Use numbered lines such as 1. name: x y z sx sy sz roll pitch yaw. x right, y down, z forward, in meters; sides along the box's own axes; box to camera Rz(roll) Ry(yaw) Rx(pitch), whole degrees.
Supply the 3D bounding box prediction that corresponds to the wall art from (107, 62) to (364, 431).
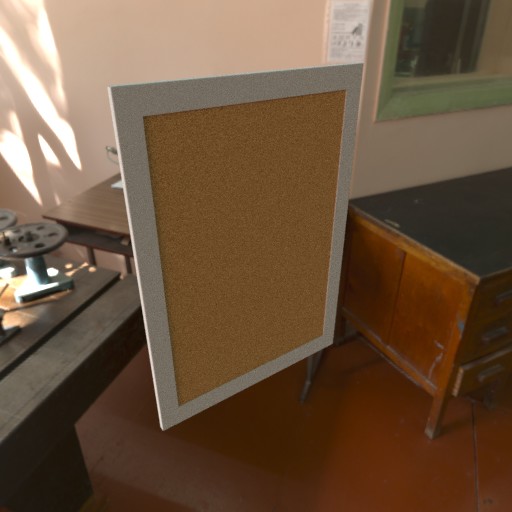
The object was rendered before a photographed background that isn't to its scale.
1. wall art: 0.000 0.000 0.686 0.374 0.529 0.012 -19 35 -30
